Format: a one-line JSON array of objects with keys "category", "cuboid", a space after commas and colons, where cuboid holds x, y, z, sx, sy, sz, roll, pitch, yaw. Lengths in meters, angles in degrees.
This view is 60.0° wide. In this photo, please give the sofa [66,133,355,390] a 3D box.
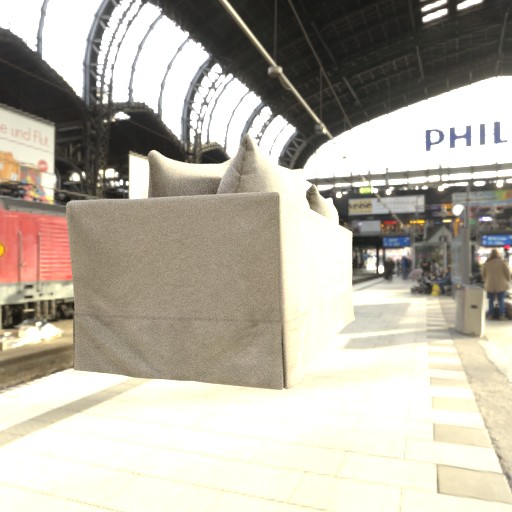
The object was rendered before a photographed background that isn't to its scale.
[{"category": "sofa", "cuboid": [0.000, 0.000, 2.839, 1.031, 1.034, 2.290, 0, -1, 19]}]
